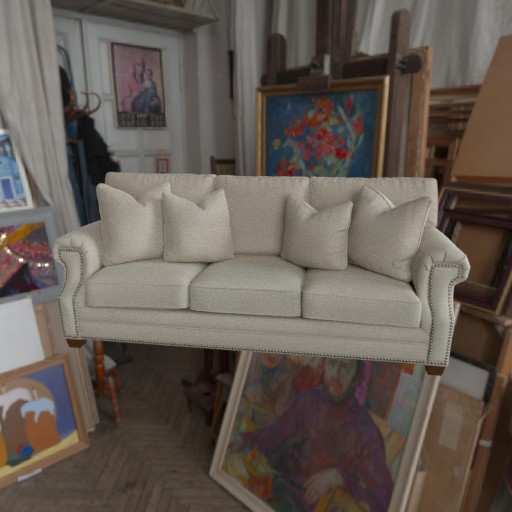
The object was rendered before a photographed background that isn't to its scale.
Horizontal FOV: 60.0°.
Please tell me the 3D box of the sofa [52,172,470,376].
[{"bbox_3d":[0.000,0.000,2.762,2.312,0.975,0.965,2,15,9],"label":"sofa"}]
